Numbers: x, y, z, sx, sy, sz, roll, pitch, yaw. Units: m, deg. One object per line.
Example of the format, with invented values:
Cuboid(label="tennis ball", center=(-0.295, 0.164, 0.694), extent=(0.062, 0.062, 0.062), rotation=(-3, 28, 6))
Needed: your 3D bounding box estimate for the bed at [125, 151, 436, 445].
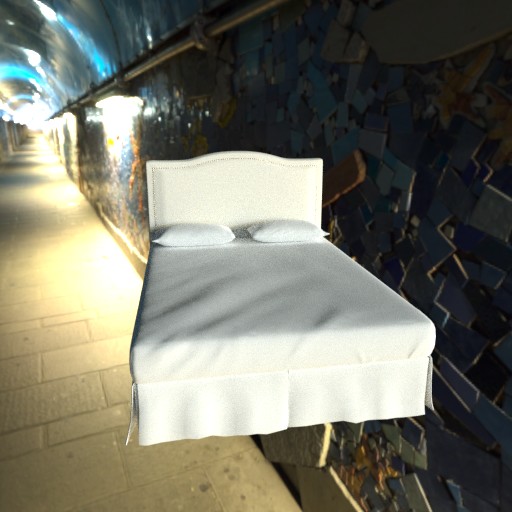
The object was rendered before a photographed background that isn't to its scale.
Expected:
Cuboid(label="bed", center=(0.000, 0.000, 3.383), extent=(1.821, 1.436, 2.282), rotation=(-3, 17, -9))
